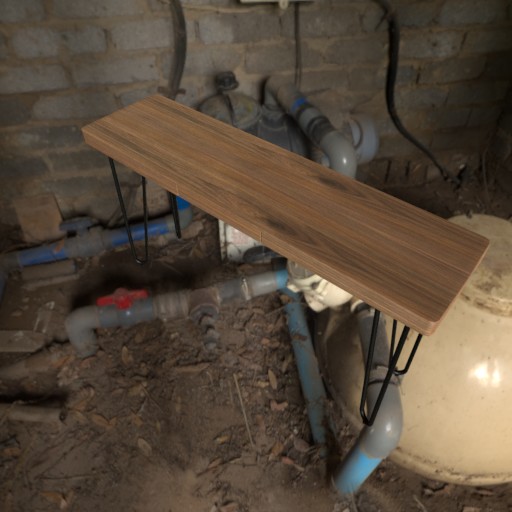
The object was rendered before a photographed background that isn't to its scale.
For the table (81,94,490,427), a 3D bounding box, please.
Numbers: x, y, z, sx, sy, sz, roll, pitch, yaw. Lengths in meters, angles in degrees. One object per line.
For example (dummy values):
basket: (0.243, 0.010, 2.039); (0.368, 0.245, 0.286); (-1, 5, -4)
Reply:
table: (0.000, 0.000, 1.915); (1.570, 0.834, 0.425); (31, 53, 26)
